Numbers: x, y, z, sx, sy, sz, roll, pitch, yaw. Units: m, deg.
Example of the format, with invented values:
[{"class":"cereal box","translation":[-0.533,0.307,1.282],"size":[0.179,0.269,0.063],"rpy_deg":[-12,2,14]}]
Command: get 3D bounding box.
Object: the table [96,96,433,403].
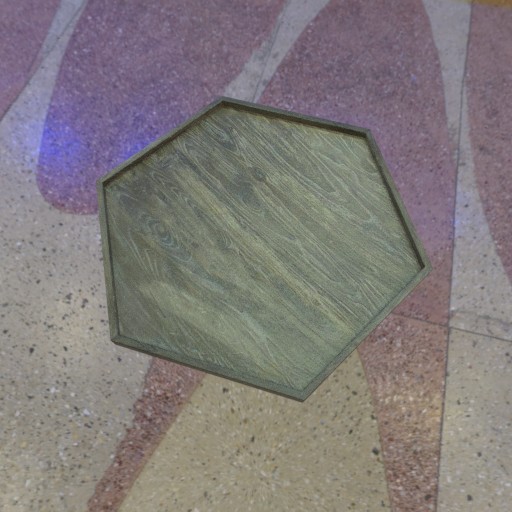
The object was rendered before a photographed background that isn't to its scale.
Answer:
[{"class":"table","translation":[0.000,0.000,1.625],"size":[1.115,0.488,0.966],"rpy_deg":[15,65,7]}]
